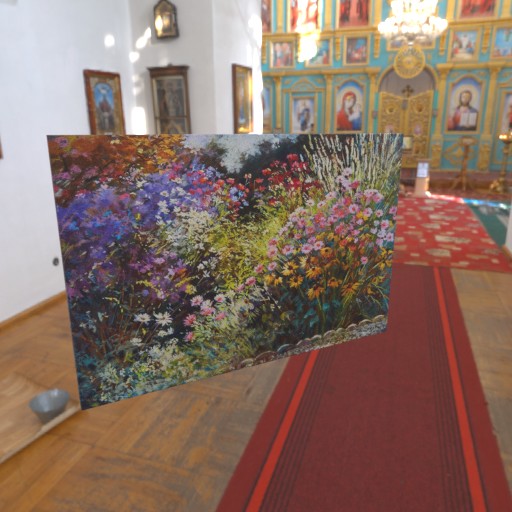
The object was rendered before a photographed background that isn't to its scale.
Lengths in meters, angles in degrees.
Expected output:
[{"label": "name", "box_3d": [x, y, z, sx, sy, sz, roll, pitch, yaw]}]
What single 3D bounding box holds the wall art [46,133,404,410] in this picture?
[{"label": "wall art", "box_3d": [0.000, 0.000, 1.138, 0.908, 0.604, 0.037, -8, 18, -26]}]
